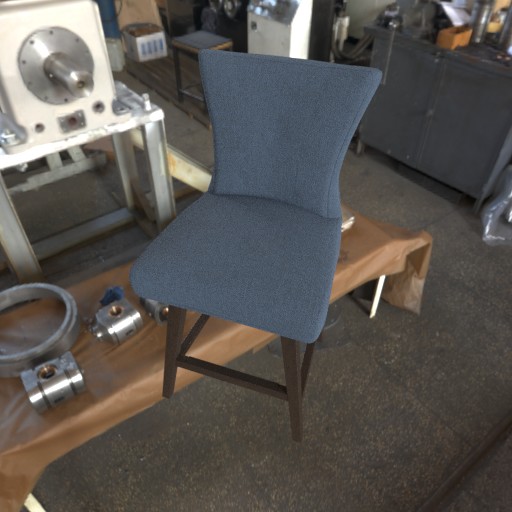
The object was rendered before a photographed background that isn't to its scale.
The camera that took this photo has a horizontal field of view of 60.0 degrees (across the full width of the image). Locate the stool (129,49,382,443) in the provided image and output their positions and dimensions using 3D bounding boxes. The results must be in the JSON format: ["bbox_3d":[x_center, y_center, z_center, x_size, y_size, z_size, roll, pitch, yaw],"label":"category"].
[{"bbox_3d":[0.000,0.000,1.329,0.514,1.000,0.574,13,43,14],"label":"stool"}]
